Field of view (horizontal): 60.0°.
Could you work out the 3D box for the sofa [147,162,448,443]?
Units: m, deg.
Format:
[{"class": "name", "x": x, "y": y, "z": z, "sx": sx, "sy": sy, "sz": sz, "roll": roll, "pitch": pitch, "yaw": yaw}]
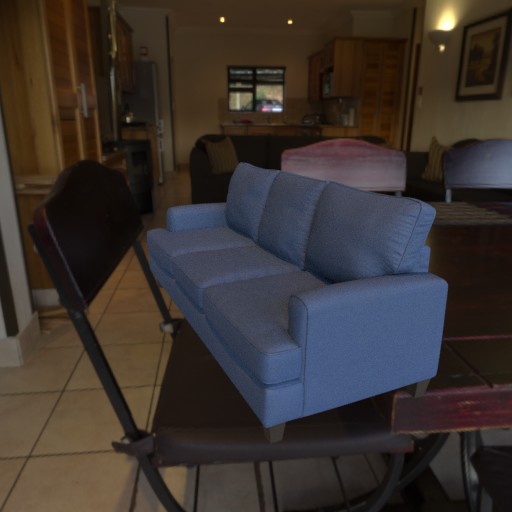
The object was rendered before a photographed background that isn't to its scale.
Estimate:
[{"class": "sofa", "x": 0.000, "y": 0.000, "z": 2.740, "sx": 0.951, "sy": 0.965, "sz": 2.158, "roll": -8, "pitch": 19, "yaw": -24}]
